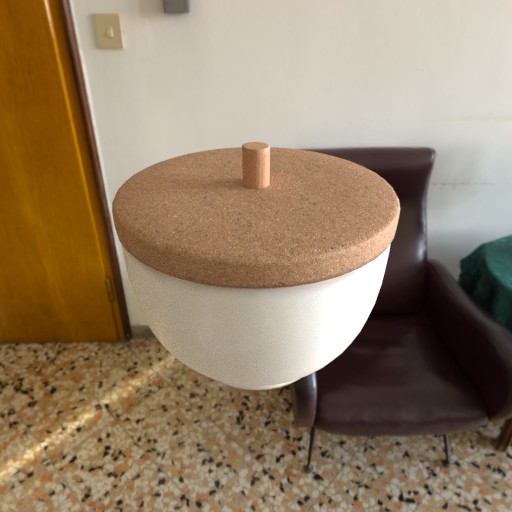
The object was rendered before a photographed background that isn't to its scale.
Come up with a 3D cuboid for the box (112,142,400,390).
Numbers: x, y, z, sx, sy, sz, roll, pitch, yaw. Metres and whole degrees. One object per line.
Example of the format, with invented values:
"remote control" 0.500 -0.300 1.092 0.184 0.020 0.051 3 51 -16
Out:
"box" 0.000 0.000 0.186 0.107 0.094 0.107 0 31 0
